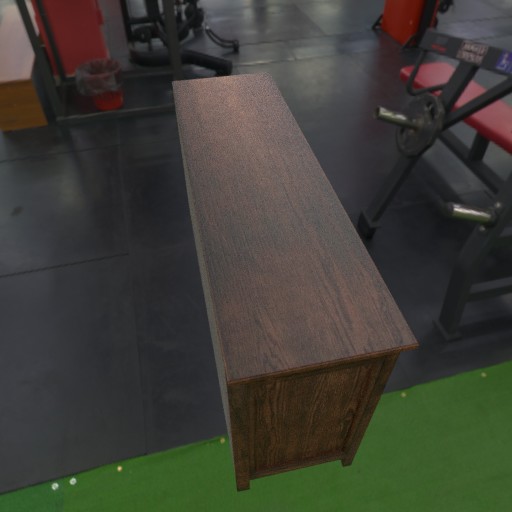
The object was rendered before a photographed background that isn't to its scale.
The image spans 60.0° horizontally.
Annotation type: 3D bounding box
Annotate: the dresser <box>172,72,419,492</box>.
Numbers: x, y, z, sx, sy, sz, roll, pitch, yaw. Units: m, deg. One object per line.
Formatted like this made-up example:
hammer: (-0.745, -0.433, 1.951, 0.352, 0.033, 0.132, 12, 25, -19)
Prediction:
dresser: (0.000, 0.000, 1.852, 0.463, 0.856, 1.551, -9, 47, -8)
